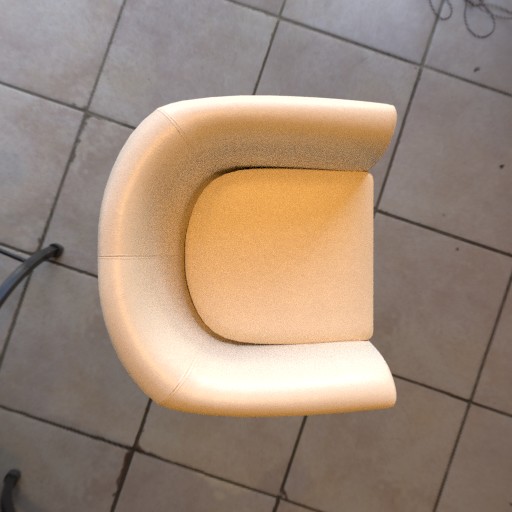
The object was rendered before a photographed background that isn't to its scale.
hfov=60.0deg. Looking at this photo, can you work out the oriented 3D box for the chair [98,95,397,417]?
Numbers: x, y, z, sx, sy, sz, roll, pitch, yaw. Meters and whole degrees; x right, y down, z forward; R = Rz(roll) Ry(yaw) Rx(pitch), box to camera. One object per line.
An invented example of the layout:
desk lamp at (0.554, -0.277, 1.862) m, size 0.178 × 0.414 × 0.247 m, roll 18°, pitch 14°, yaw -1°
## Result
chair at (0.000, 0.000, 1.361) m, size 0.727 × 0.756 × 0.792 m, roll 0°, pitch 90°, yaw 0°
